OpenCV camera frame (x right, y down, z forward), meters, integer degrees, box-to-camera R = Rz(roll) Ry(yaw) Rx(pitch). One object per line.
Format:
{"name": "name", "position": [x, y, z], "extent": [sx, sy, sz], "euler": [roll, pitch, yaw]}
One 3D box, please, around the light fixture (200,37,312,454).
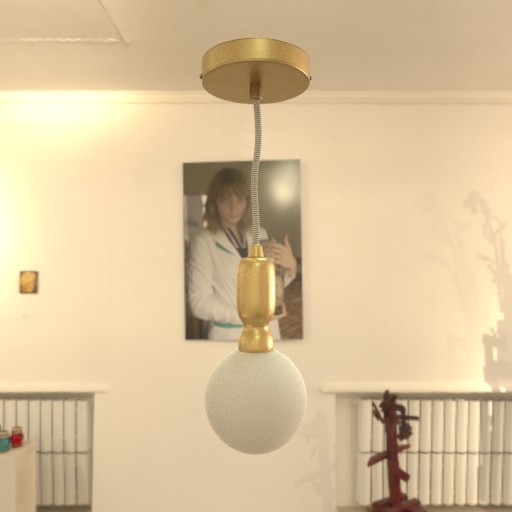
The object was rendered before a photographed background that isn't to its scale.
{"name": "light fixture", "position": [0.000, 0.000, 0.587], "extent": [0.147, 0.510, 0.146], "euler": [0, -1, 0]}
